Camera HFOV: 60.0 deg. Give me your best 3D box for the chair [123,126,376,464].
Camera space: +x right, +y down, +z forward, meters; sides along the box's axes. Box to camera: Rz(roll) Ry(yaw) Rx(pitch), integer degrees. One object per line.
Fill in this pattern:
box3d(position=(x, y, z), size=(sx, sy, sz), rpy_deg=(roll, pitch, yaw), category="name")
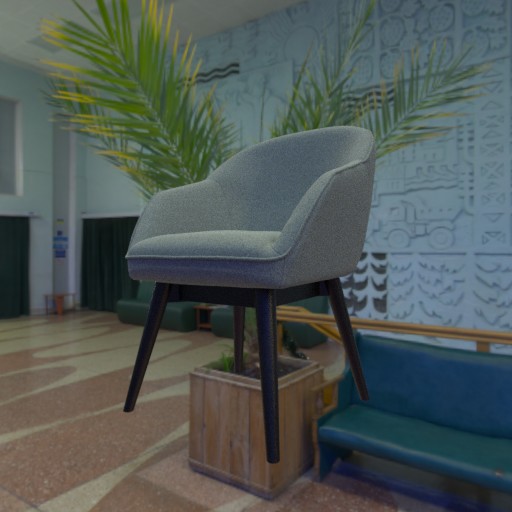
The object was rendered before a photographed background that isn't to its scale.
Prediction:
box3d(position=(0.000, 0.000, 1.220), size=(0.589, 0.810, 0.611), rpy_deg=(1, 1, 37), category="chair")
